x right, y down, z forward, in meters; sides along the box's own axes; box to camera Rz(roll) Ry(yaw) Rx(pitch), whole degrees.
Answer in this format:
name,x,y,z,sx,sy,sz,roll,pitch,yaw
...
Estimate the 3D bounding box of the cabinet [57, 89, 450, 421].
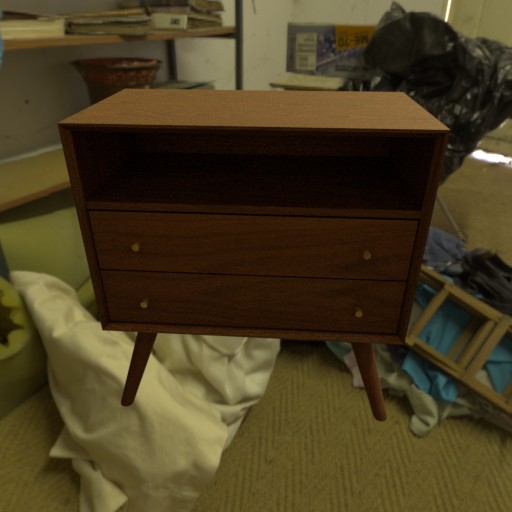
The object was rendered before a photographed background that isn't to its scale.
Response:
name,x,y,z,sx,sy,sz,roll,pitch,yaw
cabinet,0.000,0.000,1.143,0.712,0.748,0.388,2,30,4
